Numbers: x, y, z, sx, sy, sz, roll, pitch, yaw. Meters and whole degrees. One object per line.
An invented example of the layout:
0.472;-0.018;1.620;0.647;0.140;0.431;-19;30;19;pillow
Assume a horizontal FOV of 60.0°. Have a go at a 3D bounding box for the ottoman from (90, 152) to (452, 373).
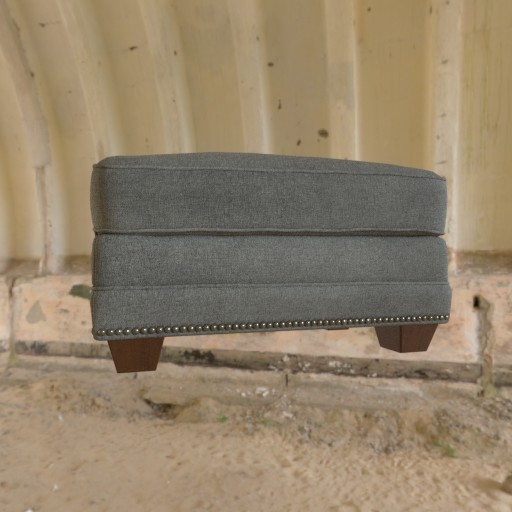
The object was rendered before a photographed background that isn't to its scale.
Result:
0.000;0.000;1.162;0.813;0.457;0.561;0;-1;-18;ottoman
